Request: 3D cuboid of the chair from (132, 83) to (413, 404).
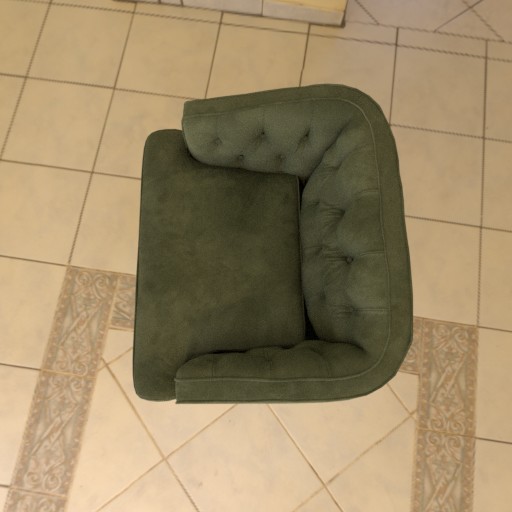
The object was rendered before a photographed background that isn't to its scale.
[{"bbox_3d":[0.000,0.000,1.770,0.941,0.852,1.104,-1,76,0],"label":"chair"}]
